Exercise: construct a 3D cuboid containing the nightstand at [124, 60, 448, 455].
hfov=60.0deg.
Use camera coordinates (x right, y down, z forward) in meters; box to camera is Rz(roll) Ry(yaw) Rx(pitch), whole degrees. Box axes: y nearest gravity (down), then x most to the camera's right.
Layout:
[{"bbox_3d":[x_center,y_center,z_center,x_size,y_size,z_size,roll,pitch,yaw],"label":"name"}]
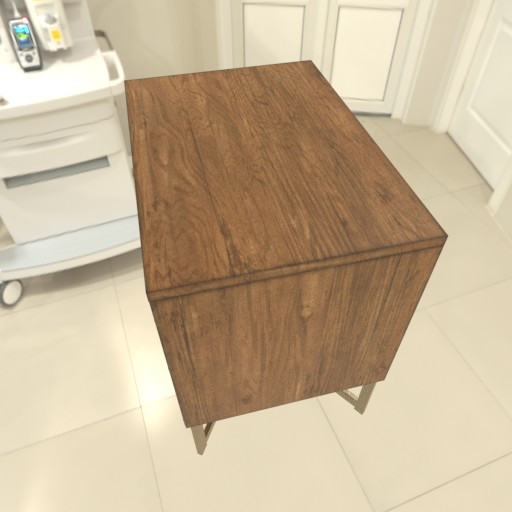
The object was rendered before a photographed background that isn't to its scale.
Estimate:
[{"bbox_3d":[0.000,0.000,1.028,0.446,0.610,0.610,-10,48,-10],"label":"nightstand"}]
